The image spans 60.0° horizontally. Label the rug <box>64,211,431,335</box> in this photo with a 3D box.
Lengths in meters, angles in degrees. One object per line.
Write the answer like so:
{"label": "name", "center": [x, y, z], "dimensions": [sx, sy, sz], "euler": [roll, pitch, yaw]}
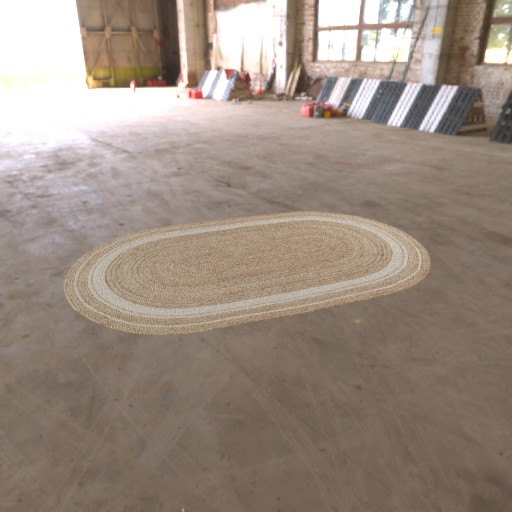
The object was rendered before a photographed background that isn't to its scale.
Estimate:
{"label": "rug", "center": [0.000, 0.000, 3.014], "dimensions": [2.432, 0.006, 1.520], "euler": [-8, 26, -18]}
